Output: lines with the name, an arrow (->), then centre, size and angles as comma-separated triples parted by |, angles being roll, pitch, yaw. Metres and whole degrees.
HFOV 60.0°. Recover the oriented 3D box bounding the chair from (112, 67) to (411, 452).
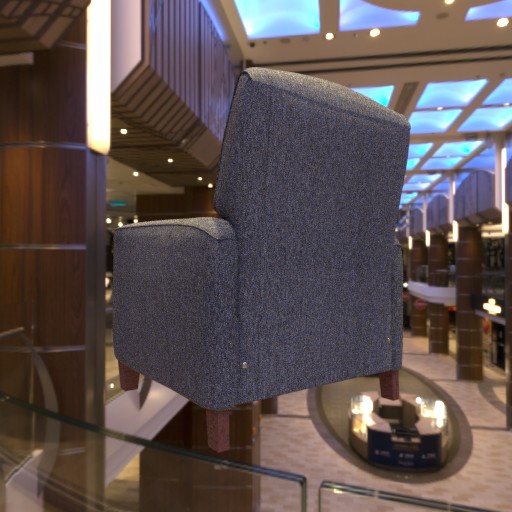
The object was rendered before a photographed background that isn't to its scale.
chair -> 0.000, 0.000, 1.628 | 0.848, 1.014, 0.864 | 1, -1, -36
